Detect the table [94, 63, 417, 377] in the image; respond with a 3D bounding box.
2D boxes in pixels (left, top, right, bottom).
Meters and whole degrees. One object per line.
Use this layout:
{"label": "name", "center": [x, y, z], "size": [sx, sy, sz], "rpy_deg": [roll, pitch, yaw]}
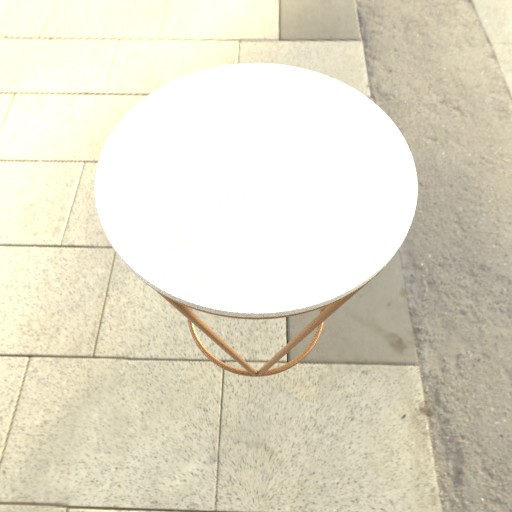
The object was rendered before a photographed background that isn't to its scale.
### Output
{"label": "table", "center": [0.000, 0.000, 0.939], "size": [0.500, 0.564, 0.500], "rpy_deg": [0, 60, 0]}
